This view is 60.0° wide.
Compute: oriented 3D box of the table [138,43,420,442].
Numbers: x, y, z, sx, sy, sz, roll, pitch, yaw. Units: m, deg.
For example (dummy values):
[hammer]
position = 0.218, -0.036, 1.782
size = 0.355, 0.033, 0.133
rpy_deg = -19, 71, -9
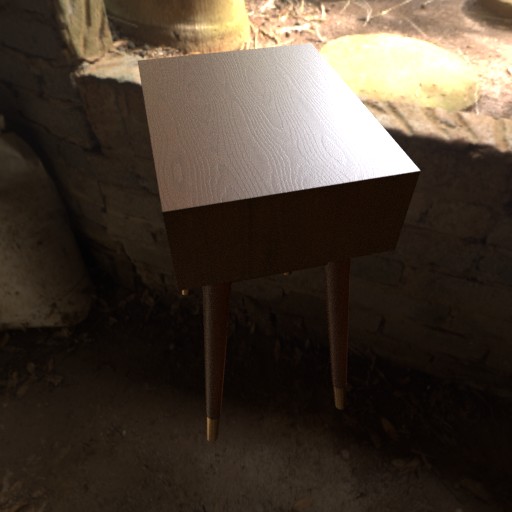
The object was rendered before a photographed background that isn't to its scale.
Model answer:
[table]
position = 0.000, 0.000, 0.827
size = 0.300, 0.599, 0.406
rpy_deg = -10, 47, -10
